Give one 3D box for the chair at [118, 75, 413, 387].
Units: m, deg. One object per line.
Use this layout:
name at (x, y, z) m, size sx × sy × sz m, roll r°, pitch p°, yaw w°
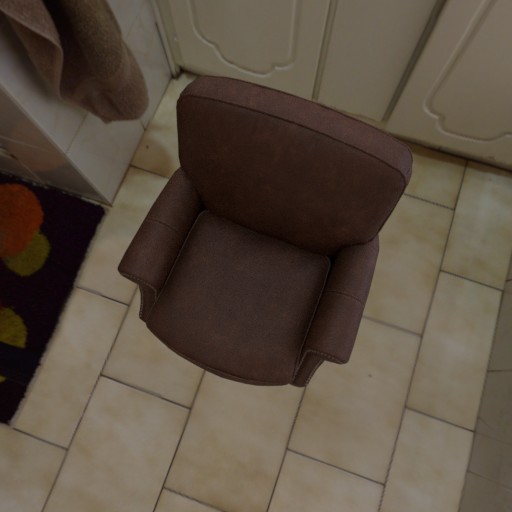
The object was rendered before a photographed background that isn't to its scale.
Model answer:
chair at (0.000, 0.000, 1.786) m, size 0.936 × 1.018 × 0.986 m, roll 21°, pitch 76°, yaw 6°
